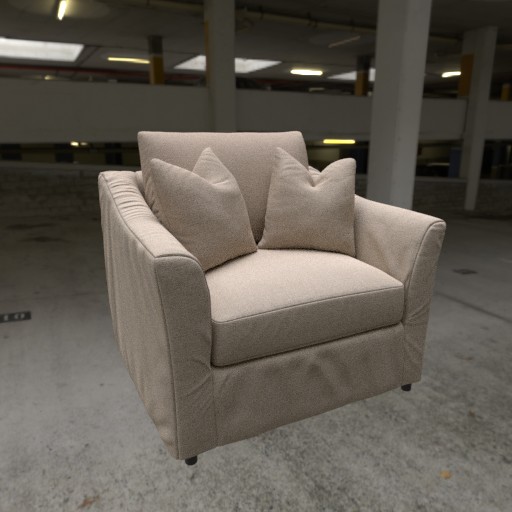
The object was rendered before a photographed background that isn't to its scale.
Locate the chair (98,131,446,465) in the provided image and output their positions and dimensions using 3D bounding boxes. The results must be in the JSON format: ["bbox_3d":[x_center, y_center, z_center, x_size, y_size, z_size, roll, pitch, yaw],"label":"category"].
[{"bbox_3d":[0.000,0.000,2.007,1.194,1.093,1.071,-8,17,-26],"label":"chair"}]
